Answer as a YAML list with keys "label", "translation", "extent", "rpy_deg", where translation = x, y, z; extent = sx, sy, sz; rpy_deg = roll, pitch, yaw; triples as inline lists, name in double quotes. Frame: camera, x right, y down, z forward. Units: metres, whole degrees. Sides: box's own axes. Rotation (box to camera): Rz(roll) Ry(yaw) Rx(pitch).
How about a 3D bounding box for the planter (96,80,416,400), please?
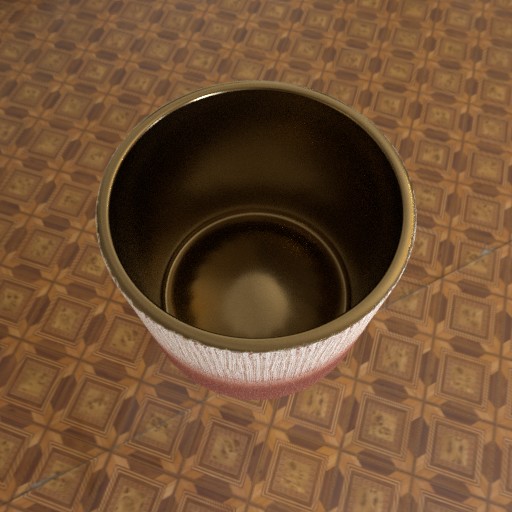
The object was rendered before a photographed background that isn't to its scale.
- label: "planter"
  translation: [0.000, 0.000, 0.445]
  extent: [0.254, 0.221, 0.254]
  rpy_deg: [0, 64, 0]
